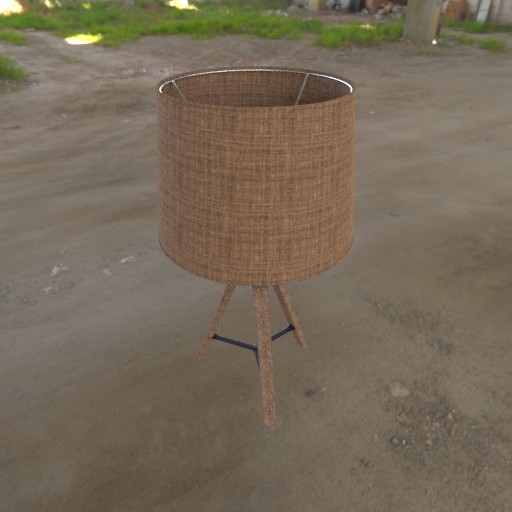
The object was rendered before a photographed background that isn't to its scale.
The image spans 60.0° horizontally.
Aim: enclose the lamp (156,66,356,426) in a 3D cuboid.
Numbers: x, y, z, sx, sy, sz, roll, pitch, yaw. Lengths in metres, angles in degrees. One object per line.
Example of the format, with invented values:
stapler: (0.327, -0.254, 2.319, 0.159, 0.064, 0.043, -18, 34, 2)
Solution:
lamp: (0.000, 0.000, 0.695, 0.290, 0.514, 0.290, 0, 32, 0)
